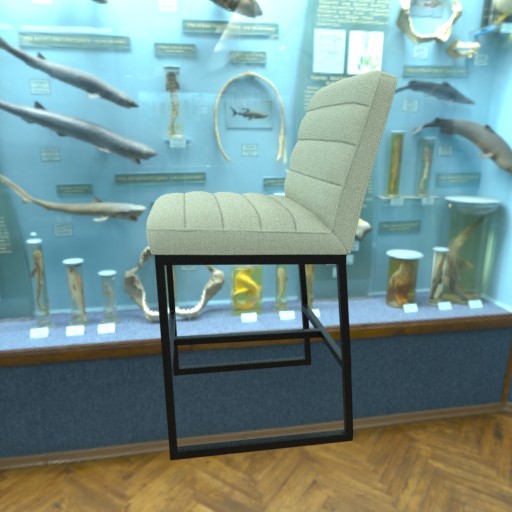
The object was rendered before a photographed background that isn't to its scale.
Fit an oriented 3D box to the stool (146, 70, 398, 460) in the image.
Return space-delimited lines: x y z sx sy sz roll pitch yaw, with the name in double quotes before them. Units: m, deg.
"stool" 0.000 0.000 1.249 0.560 0.940 0.460 -2 15 -9
